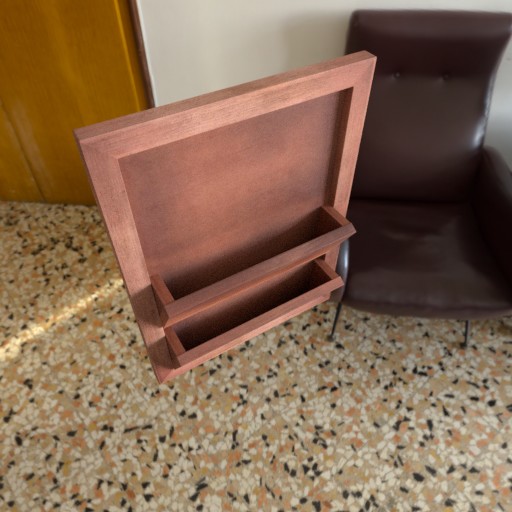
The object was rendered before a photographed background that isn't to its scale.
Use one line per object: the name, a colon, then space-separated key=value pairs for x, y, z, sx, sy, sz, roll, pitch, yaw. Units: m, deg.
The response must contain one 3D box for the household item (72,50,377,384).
household item: x=0.000 y=0.000 z=0.544 sx=0.310 sy=0.407 sz=0.067 roll=-24 pitch=51 yaw=-21
